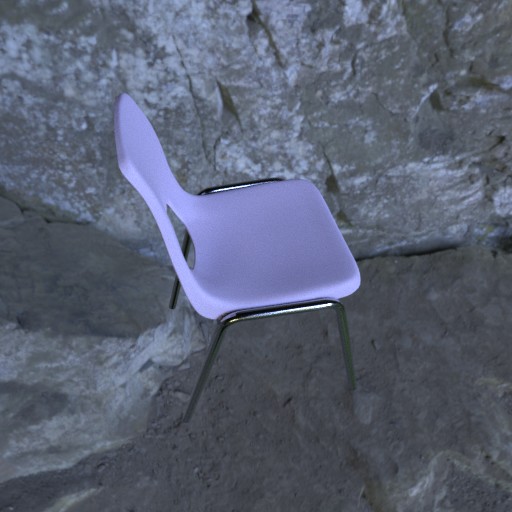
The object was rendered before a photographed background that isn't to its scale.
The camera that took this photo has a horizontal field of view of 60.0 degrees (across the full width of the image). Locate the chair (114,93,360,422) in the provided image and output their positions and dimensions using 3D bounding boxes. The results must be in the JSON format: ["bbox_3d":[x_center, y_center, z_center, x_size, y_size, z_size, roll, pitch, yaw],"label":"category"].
[{"bbox_3d":[0.000,0.000,0.941,0.436,0.704,0.381,-10,49,-9],"label":"chair"}]
